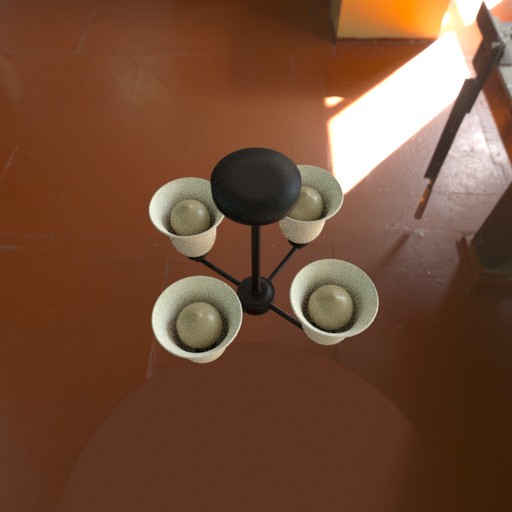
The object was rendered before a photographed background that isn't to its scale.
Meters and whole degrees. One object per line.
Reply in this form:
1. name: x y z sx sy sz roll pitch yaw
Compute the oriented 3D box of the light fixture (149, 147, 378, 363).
1. light fixture: 0.000 0.000 1.845 1.069 0.925 1.069 32 63 19
